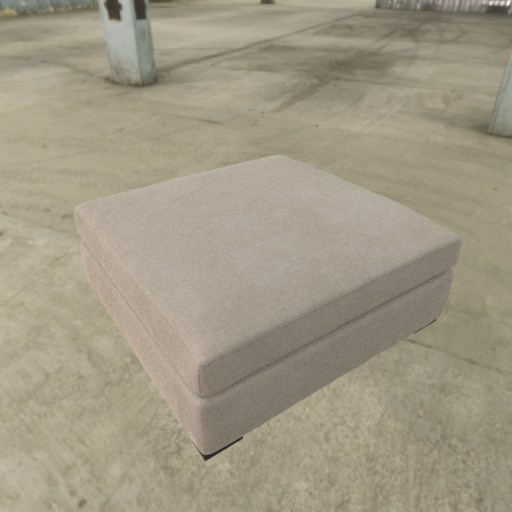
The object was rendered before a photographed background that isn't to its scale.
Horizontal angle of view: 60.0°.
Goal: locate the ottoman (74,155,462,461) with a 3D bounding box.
[{"bbox_3d":[0.000,0.000,1.882,1.203,0.517,1.171,-21,38,-29],"label":"ottoman"}]
